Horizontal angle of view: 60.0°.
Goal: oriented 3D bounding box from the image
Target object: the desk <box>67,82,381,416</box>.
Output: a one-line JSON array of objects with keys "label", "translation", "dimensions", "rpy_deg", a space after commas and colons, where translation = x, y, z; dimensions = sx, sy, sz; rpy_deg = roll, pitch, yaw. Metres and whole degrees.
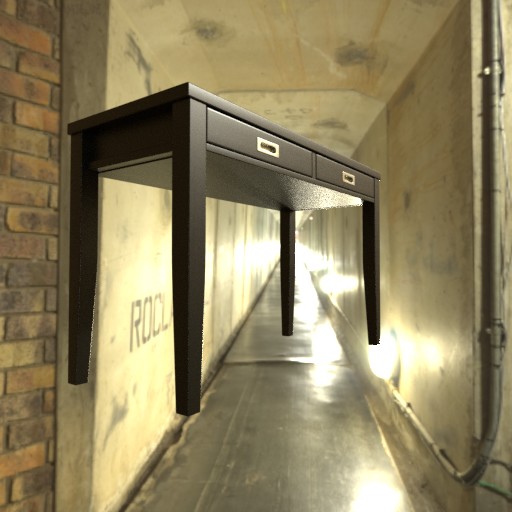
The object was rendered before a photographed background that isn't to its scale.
[{"label": "desk", "translation": [0.000, 0.000, 1.656], "dimensions": [0.508, 0.775, 1.220], "rpy_deg": [-1, -2, 36]}]
